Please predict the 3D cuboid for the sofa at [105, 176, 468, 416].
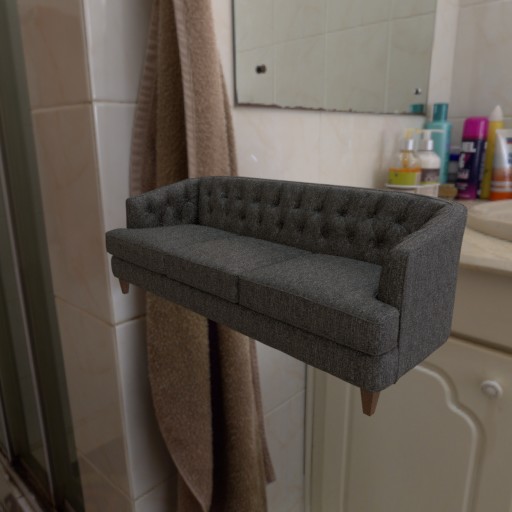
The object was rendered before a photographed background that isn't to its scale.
[{"bbox_3d":[0.000,0.000,2.747,0.941,0.855,2.278,-14,20,-42],"label":"sofa"}]
